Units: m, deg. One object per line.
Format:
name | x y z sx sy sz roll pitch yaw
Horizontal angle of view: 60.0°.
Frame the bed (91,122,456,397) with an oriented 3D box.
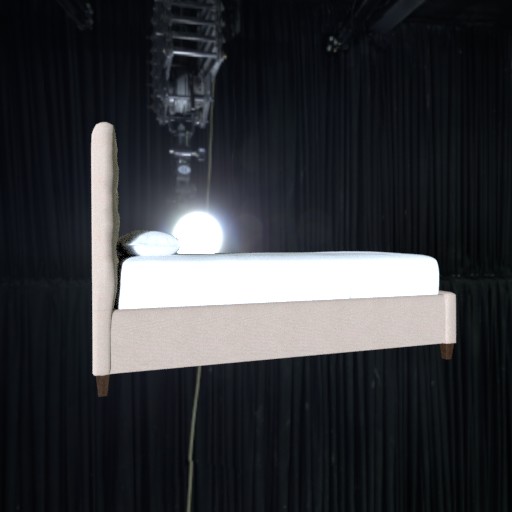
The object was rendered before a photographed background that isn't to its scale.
bed | 0.000 0.000 3.460 2.387 1.427 1.698 0 1 -20
